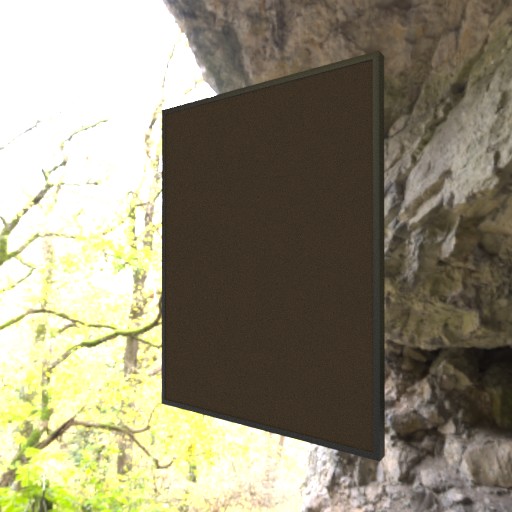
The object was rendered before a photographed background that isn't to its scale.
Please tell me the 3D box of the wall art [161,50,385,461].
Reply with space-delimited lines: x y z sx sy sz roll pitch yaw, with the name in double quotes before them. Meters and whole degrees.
"wall art" 0.000 0.000 1.390 0.803 1.062 0.041 0 0 35
